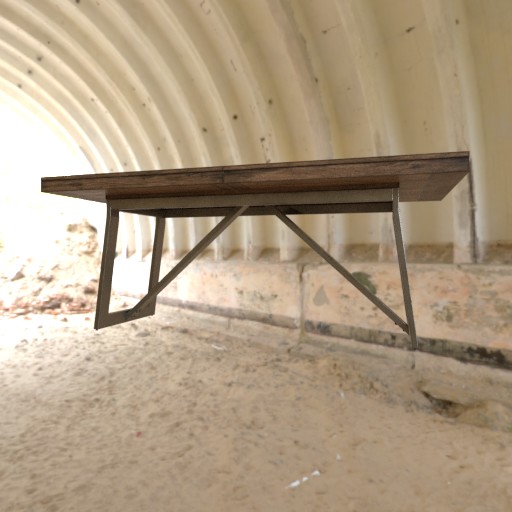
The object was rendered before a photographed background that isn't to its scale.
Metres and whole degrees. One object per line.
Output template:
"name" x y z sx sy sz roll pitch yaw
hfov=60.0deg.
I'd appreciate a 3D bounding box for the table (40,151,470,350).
"table" 0.000 0.000 2.292 1.867 0.757 0.931 0 1 17
